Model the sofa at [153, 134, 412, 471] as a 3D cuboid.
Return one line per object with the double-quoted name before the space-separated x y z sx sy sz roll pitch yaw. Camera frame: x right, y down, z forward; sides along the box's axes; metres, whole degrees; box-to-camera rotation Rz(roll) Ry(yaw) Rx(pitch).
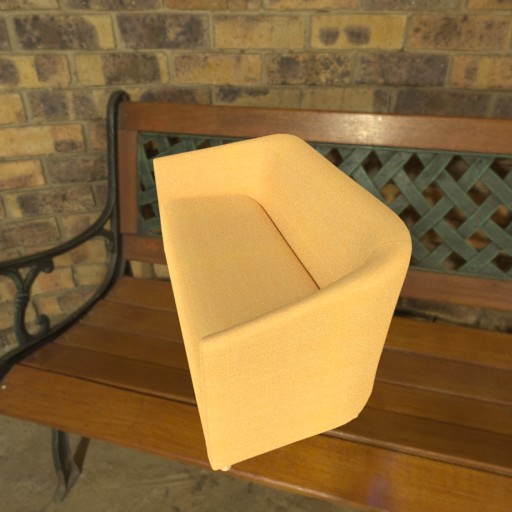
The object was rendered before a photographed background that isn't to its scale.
"sofa" 0.000 0.000 1.872 0.705 0.721 1.452 -8 32 -14
